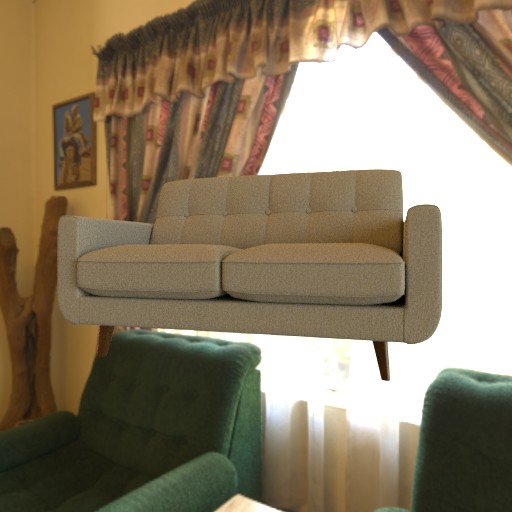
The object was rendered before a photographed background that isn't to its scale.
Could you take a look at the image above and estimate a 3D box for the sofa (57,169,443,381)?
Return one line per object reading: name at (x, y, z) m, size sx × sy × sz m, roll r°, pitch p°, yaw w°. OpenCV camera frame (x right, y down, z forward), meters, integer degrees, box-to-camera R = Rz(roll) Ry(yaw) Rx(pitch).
sofa at (0.000, 0.000, 2.218) m, size 1.651 × 0.925 × 0.952 m, roll 0°, pitch 0°, yaw 18°
